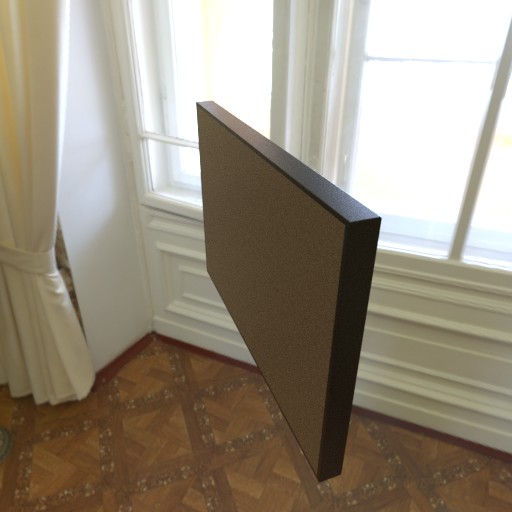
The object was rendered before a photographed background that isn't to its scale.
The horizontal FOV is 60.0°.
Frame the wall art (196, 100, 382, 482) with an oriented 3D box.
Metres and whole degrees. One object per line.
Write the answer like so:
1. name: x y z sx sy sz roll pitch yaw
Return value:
1. wall art: 0.000 0.000 1.208 0.058 0.640 0.939 -11 32 -18
